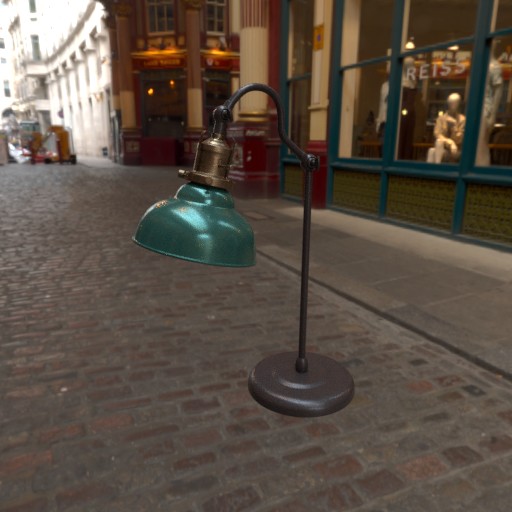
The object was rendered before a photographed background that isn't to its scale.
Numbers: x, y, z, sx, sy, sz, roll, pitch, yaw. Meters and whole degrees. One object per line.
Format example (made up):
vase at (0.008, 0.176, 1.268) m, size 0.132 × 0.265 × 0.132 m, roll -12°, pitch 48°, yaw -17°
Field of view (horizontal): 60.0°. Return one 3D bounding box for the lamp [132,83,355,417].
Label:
lamp at (0.000, 0.000, 0.695) m, size 0.374 × 0.508 × 0.192 m, roll -8°, pitch 17°, yaw -26°
